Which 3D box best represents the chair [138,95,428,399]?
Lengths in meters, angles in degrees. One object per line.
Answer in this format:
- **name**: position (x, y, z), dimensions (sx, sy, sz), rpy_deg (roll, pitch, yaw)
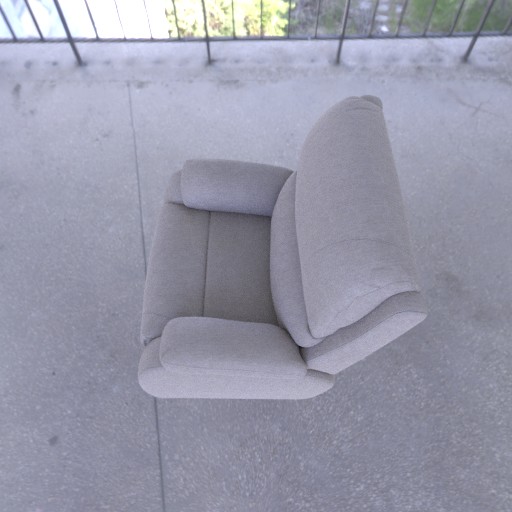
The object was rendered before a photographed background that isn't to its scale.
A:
- **chair**: position (0.000, 0.000, 1.705), dimensions (0.899, 1.011, 0.930), rpy_deg (0, 58, 0)
